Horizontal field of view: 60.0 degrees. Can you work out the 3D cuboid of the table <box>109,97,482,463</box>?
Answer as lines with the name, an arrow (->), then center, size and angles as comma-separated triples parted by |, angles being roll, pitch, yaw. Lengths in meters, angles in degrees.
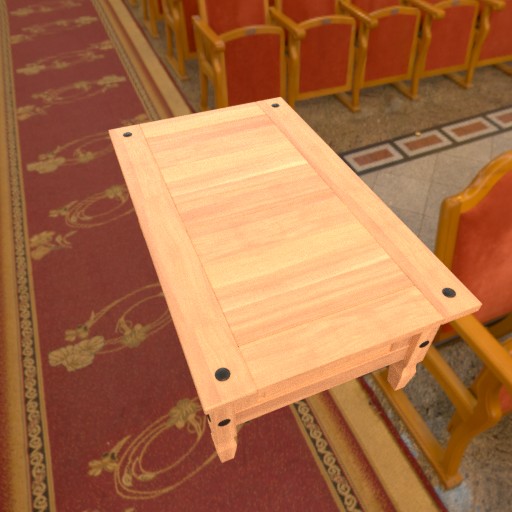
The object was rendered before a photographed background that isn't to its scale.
table -> 0.000, 0.000, 1.310 | 0.600, 0.437, 1.000 | -16, 48, -15
